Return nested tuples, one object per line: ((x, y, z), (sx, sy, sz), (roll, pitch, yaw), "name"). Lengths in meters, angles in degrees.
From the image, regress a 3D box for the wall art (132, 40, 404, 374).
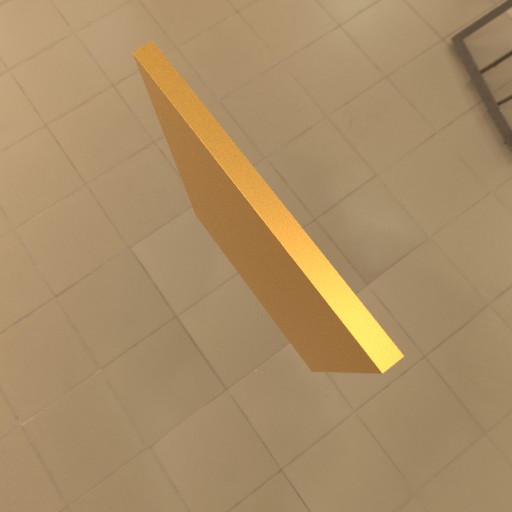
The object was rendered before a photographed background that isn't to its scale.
((0.000, 0.000, 1.011), (0.038, 0.762, 0.610), (-35, 78, -8), "wall art")
